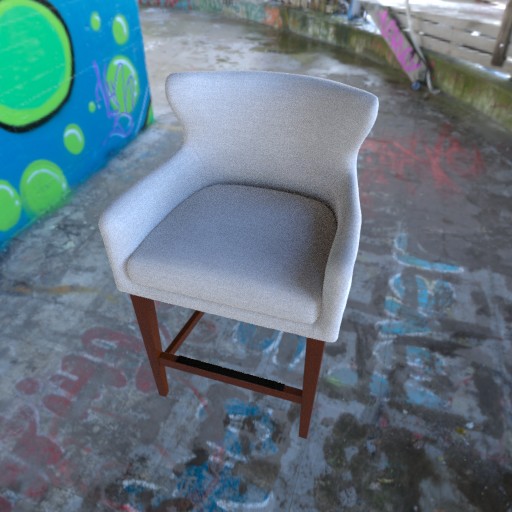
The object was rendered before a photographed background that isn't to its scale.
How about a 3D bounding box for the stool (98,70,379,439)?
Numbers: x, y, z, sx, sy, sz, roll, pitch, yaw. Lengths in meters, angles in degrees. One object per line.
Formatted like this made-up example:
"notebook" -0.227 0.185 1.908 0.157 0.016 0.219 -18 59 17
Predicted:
"stool" 0.000 0.000 1.394 0.615 0.987 0.637 12 42 13
